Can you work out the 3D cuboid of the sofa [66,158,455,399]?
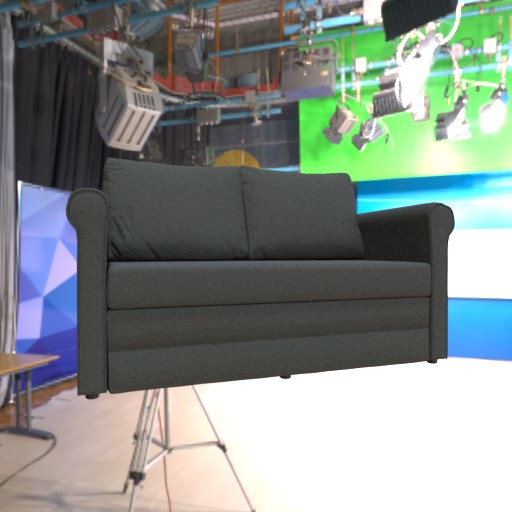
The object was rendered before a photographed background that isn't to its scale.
[{"bbox_3d":[0.000,0.000,1.893,1.460,0.872,0.741,0,1,-19],"label":"sofa"}]
